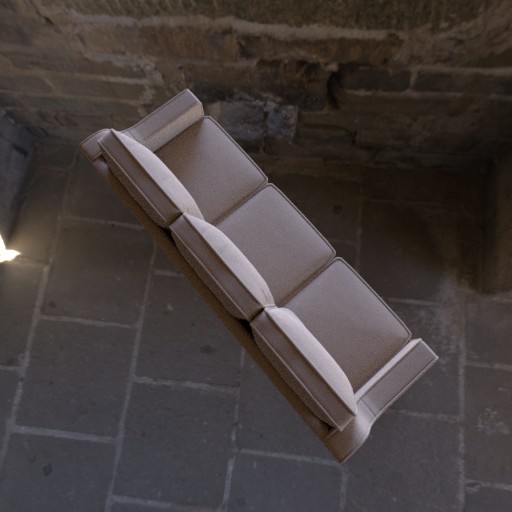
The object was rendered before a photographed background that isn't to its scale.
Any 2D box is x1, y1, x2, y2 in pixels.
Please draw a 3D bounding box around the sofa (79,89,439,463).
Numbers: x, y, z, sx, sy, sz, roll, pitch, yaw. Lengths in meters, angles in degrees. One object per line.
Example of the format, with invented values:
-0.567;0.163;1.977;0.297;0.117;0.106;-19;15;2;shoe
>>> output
0.000;0.000;2.577;0.791;0.902;2.131;-39;79;-10;sofa
